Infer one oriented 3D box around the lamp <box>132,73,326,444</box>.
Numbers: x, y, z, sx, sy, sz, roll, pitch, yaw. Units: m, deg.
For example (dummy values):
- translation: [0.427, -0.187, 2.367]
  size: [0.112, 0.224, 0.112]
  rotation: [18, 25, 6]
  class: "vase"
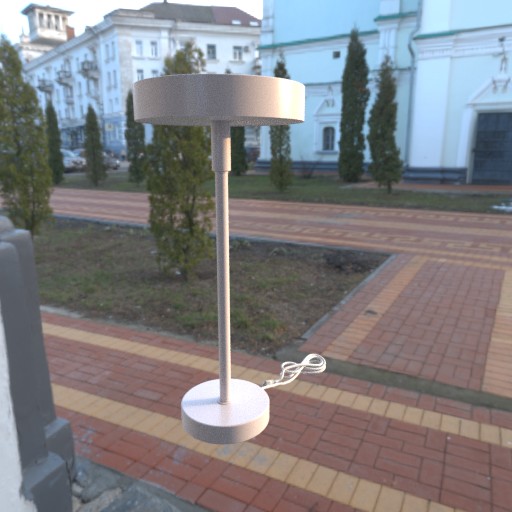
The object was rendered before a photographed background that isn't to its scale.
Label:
- translation: [0.000, 0.000, 0.704]
  size: [0.229, 0.508, 0.369]
  rotation: [13, 18, 42]
  class: "lamp"
